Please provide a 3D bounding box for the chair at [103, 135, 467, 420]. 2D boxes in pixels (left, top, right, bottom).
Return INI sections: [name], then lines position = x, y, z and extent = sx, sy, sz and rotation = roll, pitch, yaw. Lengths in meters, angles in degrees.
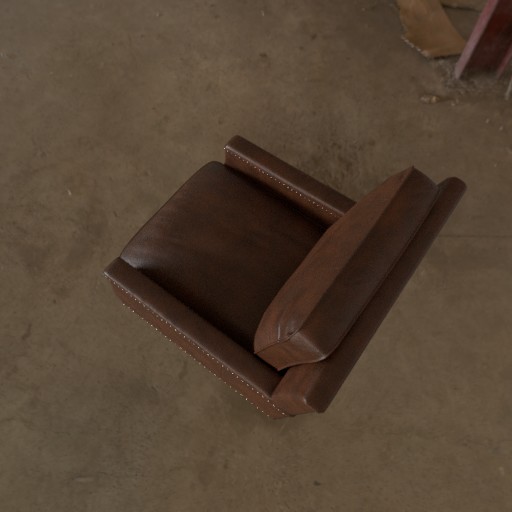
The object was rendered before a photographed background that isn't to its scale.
[chair]
position = 0.000, 0.000, 1.769
extent = 1.035, 1.054, 0.854
rotation = 34, 69, 15
